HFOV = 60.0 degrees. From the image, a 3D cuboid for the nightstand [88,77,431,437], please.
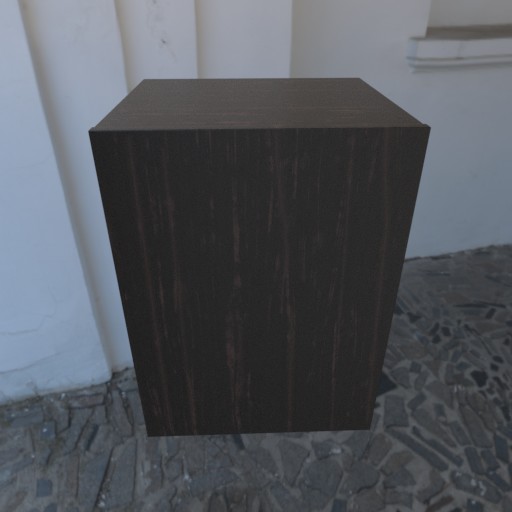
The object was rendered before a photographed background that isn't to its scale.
[{"bbox_3d":[0.000,0.000,0.812,0.400,0.559,0.356,-1,31,-2],"label":"nightstand"}]
